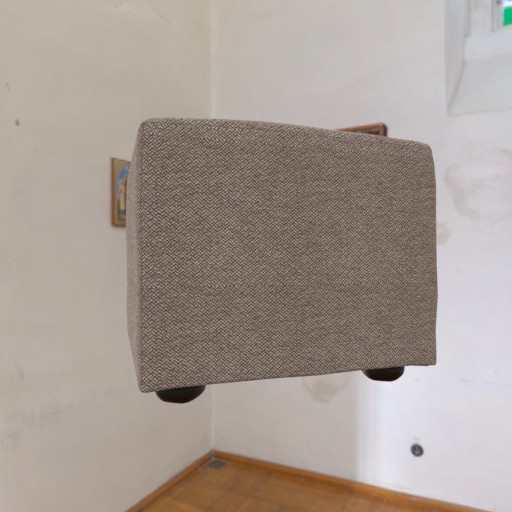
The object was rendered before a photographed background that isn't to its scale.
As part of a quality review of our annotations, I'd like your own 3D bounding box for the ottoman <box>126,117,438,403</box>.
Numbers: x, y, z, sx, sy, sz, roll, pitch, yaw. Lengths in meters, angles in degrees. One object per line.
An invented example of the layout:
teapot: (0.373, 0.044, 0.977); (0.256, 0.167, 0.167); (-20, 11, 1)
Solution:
ottoman: (0.000, 0.000, 0.932); (0.512, 0.453, 0.519); (0, 1, -18)
